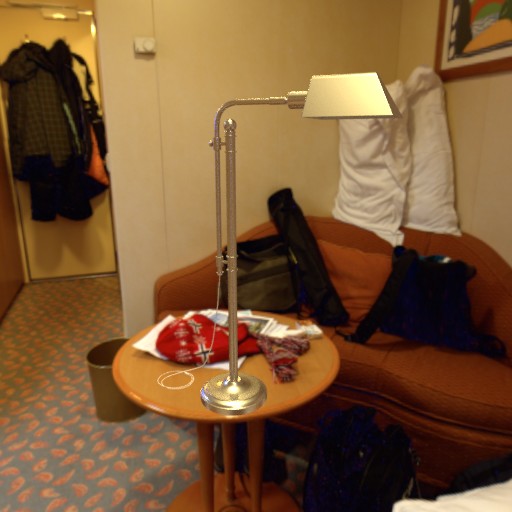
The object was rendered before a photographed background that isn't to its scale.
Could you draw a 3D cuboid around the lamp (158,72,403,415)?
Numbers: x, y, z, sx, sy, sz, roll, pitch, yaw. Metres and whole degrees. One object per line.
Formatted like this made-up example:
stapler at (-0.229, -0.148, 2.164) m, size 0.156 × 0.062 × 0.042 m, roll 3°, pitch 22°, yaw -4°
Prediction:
lamp at (0.000, 0.000, 0.949) m, size 0.546 × 0.708 × 0.159 m, roll 7°, pitch 16°, yaw 25°
